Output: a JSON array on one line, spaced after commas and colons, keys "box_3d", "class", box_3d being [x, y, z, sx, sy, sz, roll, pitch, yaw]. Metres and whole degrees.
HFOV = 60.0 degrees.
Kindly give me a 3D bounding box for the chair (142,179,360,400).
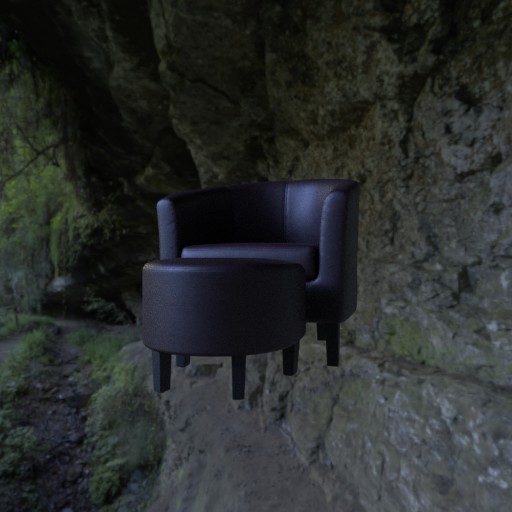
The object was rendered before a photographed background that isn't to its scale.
[{"box_3d": [0.000, 0.000, 1.680, 0.737, 0.755, 1.176, 0, 0, 18], "class": "chair"}]
